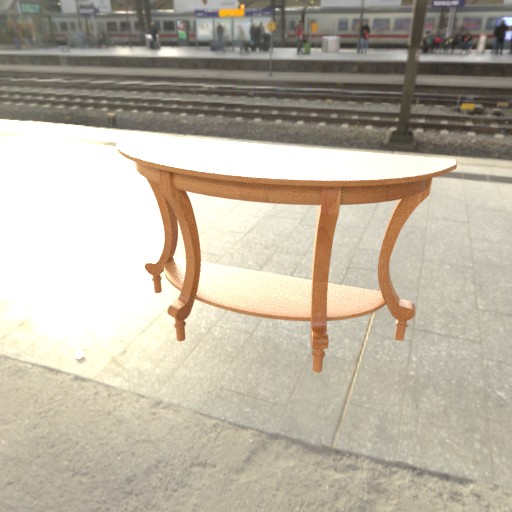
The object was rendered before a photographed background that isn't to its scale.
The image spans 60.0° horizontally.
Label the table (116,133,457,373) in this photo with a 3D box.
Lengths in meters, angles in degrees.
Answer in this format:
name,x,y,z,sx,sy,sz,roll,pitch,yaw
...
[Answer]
name,x,y,z,sx,sy,sz,roll,pitch,yaw
table,0.000,0.000,1.559,1.198,0.692,0.394,9,28,17
